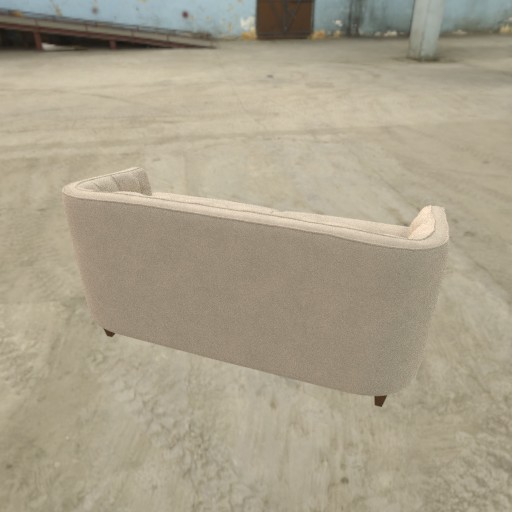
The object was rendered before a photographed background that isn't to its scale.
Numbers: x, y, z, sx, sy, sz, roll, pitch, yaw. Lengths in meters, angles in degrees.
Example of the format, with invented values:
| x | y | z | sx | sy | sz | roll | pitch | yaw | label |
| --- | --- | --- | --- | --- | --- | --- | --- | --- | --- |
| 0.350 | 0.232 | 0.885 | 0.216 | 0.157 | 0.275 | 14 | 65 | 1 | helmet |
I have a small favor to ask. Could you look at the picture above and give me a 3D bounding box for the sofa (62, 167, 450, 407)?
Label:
| x | y | z | sx | sy | sz | roll | pitch | yaw | label |
| --- | --- | --- | --- | --- | --- | --- | --- | --- | --- |
| 0.000 | 0.000 | 2.263 | 1.731 | 0.878 | 0.940 | 10 | 32 | 16 | sofa |
